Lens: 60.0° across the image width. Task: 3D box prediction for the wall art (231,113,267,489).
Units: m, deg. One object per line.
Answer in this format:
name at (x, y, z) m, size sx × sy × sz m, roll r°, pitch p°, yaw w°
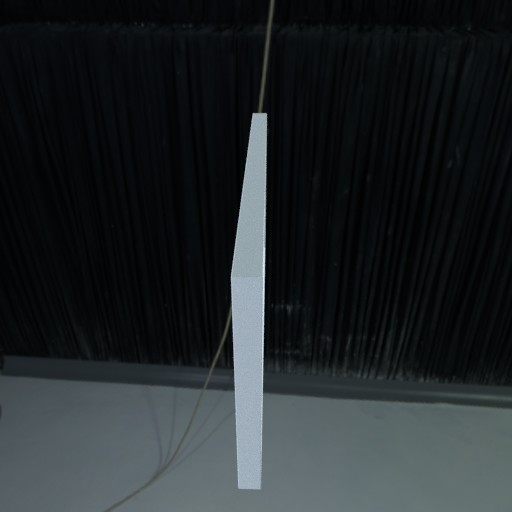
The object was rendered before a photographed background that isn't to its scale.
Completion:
wall art at (0.000, 0.000, 0.986) m, size 0.038 × 0.431 × 0.812 m, roll 1°, pitch 31°, yaw 1°
